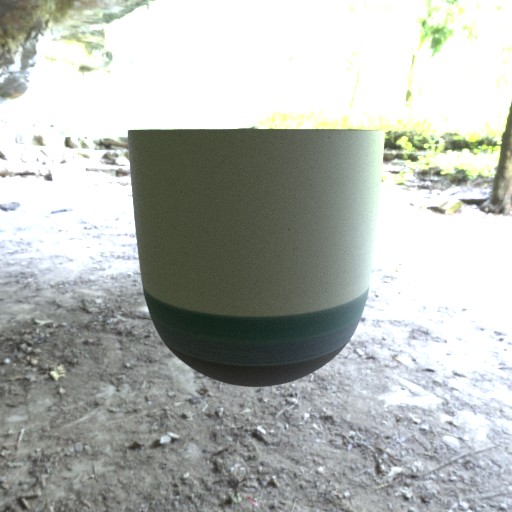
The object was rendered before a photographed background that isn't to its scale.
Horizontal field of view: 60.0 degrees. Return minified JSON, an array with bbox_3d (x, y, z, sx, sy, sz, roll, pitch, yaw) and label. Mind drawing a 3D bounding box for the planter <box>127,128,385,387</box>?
[{"bbox_3d":[0.000,0.000,0.391,0.204,0.214,0.204,0,15,0],"label":"planter"}]
